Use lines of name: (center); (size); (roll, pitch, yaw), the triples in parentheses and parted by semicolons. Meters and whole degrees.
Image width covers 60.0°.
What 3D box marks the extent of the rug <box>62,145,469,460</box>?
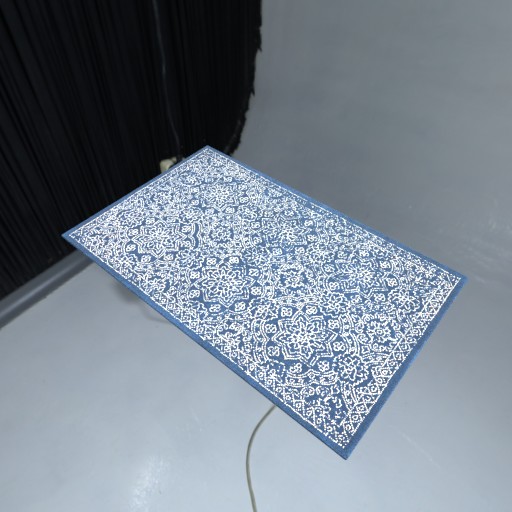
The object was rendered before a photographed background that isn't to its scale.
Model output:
rug: (0.000, 0.000, 3.103); (2.441, 0.015, 1.526); (32, 55, 26)
